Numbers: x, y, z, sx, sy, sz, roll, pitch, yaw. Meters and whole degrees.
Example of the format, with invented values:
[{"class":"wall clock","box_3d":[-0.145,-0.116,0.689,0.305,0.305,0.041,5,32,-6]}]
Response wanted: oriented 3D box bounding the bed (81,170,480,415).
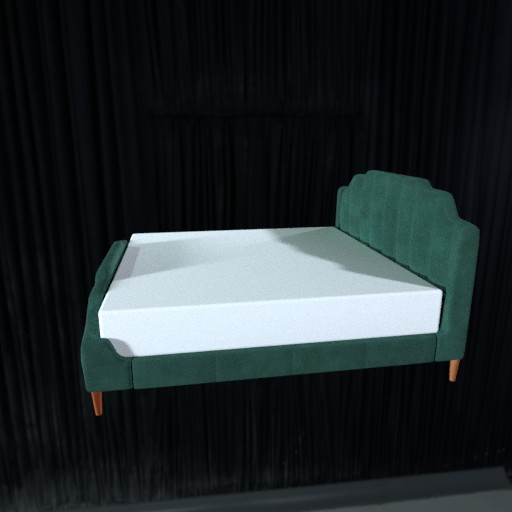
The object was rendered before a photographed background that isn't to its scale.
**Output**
[{"class":"bed","box_3d":[0.000,0.000,3.496,2.340,1.245,2.074,-3,16,-9]}]
